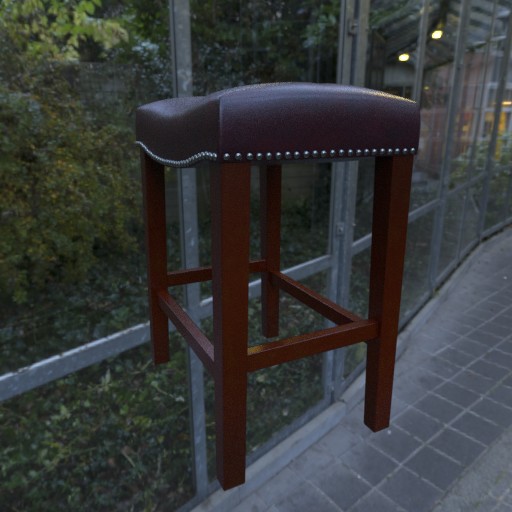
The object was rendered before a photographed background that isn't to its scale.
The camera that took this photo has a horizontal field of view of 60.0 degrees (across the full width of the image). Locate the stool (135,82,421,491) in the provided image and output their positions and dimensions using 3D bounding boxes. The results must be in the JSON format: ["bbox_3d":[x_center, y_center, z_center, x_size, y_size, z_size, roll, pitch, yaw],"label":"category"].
[{"bbox_3d":[0.000,0.000,0.942,0.372,0.657,0.504,-8,18,-26],"label":"stool"}]
